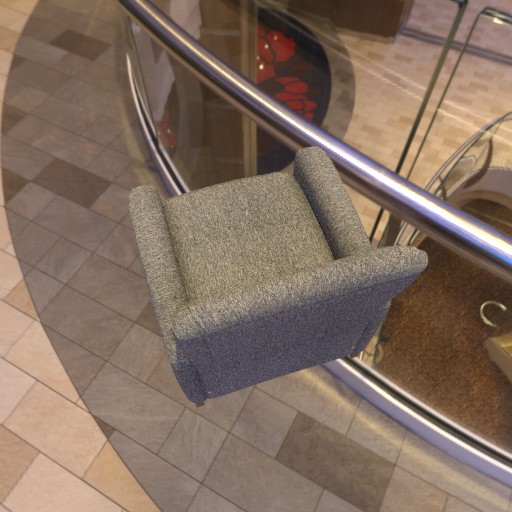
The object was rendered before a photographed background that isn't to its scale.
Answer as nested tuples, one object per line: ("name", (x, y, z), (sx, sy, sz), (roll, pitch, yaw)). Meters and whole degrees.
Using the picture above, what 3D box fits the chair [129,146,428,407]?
("chair", (0.000, 0.000, 1.688), (0.848, 1.014, 0.864), (-15, 59, -9))
